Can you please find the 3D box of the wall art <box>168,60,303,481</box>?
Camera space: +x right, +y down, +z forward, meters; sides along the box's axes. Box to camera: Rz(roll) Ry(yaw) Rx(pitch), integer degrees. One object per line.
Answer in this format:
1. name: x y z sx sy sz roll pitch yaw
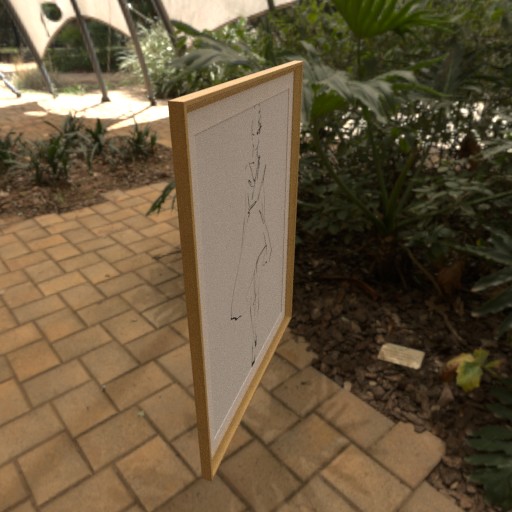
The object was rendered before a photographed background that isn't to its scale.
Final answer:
1. wall art: 0.000 0.000 1.316 0.030 1.002 0.798 10 30 17
